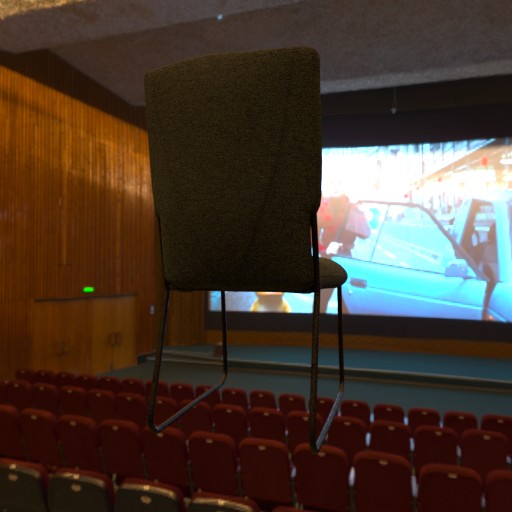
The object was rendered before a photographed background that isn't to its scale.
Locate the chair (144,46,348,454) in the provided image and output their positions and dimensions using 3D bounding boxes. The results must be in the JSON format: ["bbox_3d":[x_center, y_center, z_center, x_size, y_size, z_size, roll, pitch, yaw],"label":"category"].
[{"bbox_3d":[0.000,0.000,1.293,0.480,0.931,0.635,0,-1,17],"label":"chair"}]
